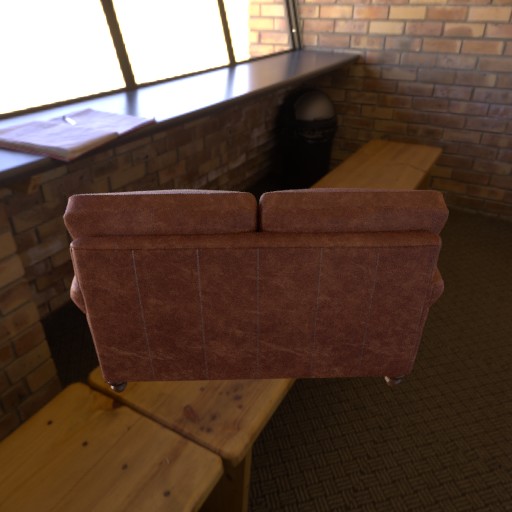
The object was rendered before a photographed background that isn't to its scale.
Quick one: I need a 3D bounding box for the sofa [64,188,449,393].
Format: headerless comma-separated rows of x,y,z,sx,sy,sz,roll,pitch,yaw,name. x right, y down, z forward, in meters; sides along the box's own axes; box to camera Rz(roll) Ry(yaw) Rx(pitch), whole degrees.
0.000,0.000,2.269,1.616,0.967,0.990,-1,31,-1,sofa
